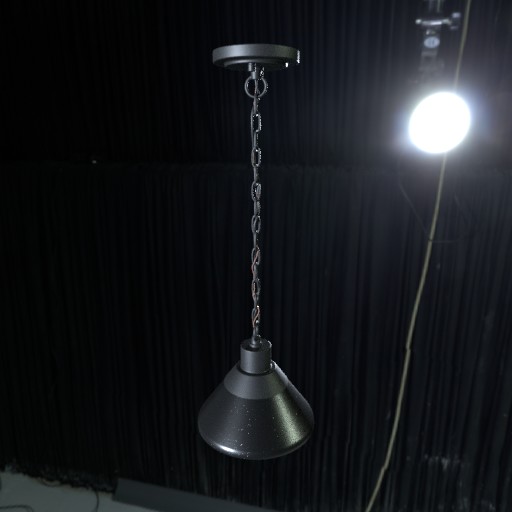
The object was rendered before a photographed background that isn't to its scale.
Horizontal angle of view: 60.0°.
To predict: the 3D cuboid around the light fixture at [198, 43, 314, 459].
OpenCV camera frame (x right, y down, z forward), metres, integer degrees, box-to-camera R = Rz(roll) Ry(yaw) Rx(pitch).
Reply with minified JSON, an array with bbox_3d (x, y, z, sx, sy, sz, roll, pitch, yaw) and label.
[{"bbox_3d":[0.000,0.000,0.694,0.201,0.588,0.201,2,15,9],"label":"light fixture"}]
